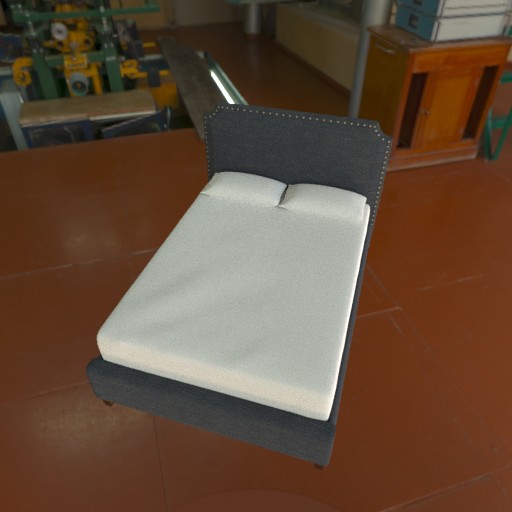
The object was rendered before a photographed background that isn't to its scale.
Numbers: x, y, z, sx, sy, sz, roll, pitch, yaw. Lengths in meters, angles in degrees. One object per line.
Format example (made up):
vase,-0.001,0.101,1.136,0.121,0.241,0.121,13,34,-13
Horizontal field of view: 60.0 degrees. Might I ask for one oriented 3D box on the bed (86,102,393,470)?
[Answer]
bed,0.000,0.000,3.474,1.713,1.443,2.372,11,42,13
